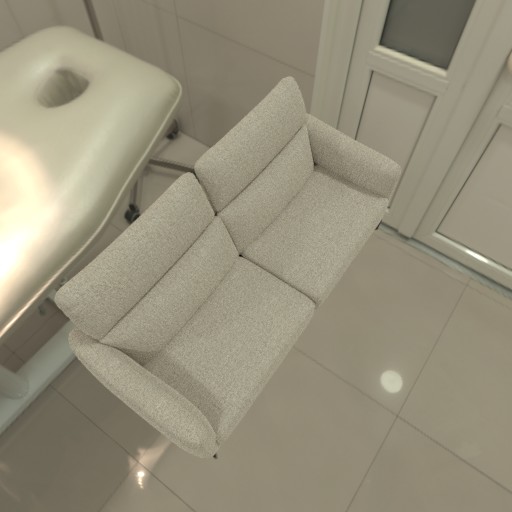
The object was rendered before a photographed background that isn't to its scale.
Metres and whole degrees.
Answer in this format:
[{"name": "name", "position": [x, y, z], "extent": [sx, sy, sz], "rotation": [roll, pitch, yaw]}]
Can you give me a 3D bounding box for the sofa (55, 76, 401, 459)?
[{"name": "sofa", "position": [0.000, 0.000, 2.481], "extent": [0.856, 0.956, 2.015], "rotation": [31, 64, 18]}]
